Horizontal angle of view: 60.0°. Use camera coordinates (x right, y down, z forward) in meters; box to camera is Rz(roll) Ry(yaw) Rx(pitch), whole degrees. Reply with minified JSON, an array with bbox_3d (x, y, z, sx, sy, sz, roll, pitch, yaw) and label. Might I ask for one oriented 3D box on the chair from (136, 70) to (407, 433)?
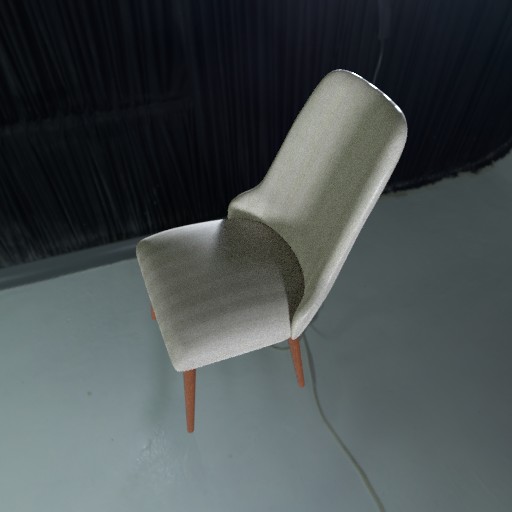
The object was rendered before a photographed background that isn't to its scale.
[{"bbox_3d":[0.000,0.000,1.336,0.684,0.917,0.526,-17,50,-15],"label":"chair"}]
